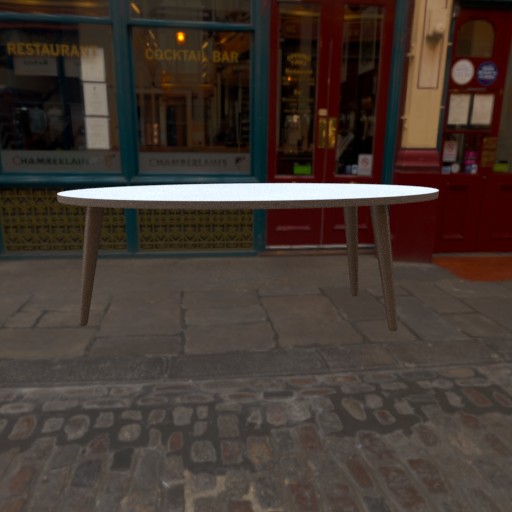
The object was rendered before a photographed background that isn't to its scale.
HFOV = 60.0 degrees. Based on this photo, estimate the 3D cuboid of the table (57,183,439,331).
[{"bbox_3d":[0.000,0.000,1.324,1.083,0.390,0.542,-2,13,-7],"label":"table"}]
